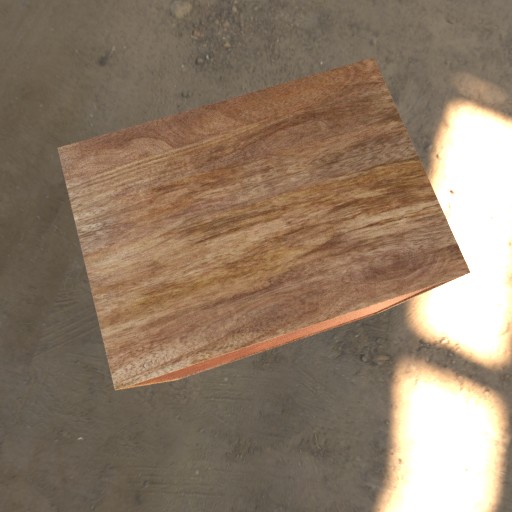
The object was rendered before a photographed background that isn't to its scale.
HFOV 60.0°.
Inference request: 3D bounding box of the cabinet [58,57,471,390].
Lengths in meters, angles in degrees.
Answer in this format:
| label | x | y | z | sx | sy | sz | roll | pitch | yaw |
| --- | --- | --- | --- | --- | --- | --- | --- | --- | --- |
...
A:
| label | x | y | z | sx | sy | sz | roll | pitch | yaw |
| --- | --- | --- | --- | --- | --- | --- | --- | --- | --- |
| cabinet | 0.000 | 0.000 | 1.182 | 0.647 | 0.758 | 0.473 | -17 | 77 | -4 |
